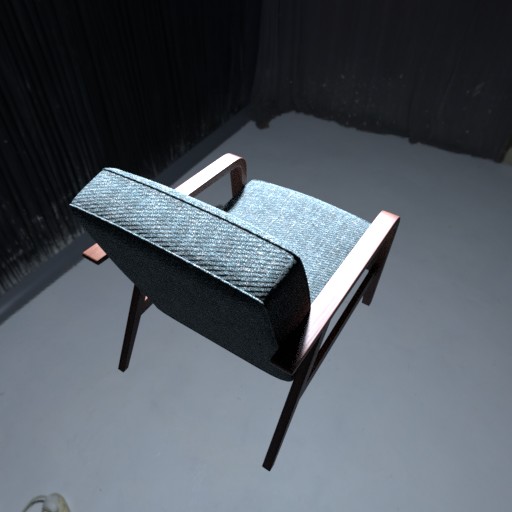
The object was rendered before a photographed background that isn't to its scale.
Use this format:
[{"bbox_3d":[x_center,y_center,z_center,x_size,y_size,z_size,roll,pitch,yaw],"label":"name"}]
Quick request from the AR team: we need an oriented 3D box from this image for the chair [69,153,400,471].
[{"bbox_3d":[0.000,0.000,1.517,0.719,0.864,0.889,25,51,22],"label":"chair"}]
